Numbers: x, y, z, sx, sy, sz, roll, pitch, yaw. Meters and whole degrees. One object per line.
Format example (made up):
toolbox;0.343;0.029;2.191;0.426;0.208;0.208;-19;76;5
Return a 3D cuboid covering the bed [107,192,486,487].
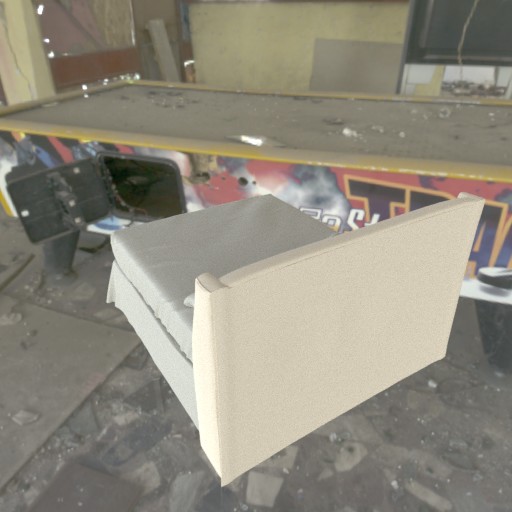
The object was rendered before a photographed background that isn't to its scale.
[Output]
bed;0.000;0.000;3.388;1.925;1.332;2.276;-17;34;-28
